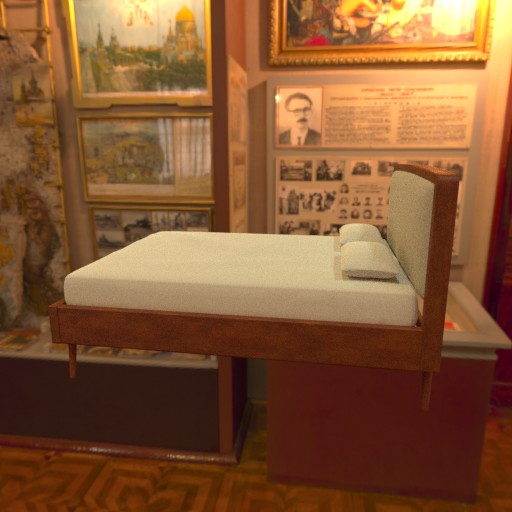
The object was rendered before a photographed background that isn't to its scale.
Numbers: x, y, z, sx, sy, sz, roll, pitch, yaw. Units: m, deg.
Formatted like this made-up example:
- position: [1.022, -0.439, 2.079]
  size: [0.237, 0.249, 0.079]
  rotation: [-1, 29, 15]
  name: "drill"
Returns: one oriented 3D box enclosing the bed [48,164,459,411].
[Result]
- position: [0.000, 0.000, 3.137]
  size: [2.196, 1.275, 1.587]
  rotation: [2, 14, 9]
  name: "bed"
